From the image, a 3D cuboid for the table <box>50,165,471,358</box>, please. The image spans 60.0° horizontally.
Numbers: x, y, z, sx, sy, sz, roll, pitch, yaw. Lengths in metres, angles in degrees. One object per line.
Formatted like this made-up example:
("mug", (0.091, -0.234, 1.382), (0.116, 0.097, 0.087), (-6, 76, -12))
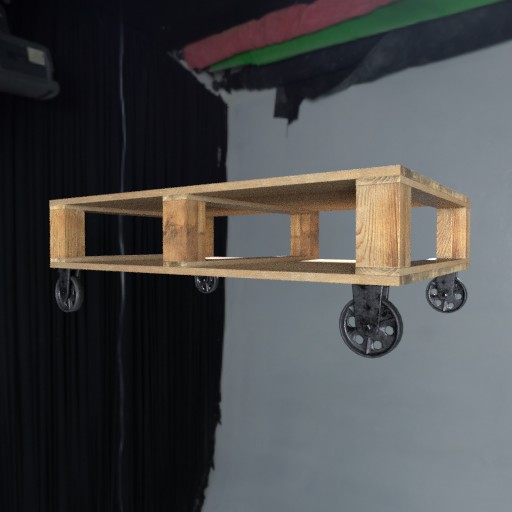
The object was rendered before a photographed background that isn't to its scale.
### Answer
("table", (0.000, 0.000, 1.626), (1.299, 0.413, 0.827), (1, 2, 35))
